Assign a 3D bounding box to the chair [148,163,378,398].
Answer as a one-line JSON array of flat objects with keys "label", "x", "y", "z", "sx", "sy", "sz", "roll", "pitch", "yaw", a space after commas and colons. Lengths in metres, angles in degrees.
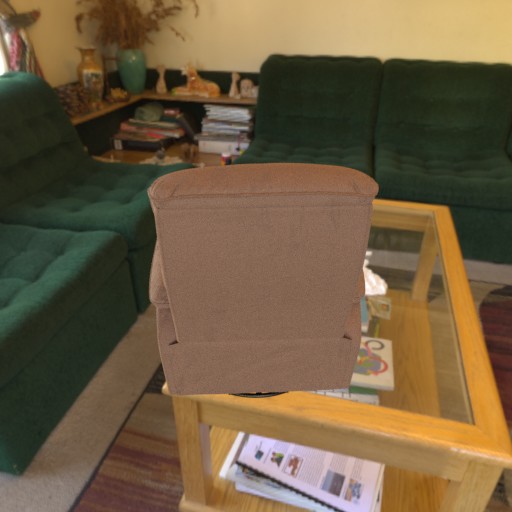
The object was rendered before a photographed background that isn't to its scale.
[{"label": "chair", "x": 0.000, "y": 0.000, "z": 1.779, "sx": 0.820, "sy": 1.037, "sz": 1.004, "roll": -1, "pitch": 31, "yaw": -2}]
